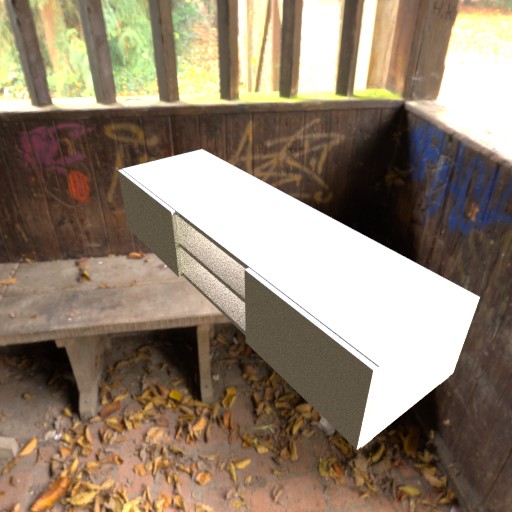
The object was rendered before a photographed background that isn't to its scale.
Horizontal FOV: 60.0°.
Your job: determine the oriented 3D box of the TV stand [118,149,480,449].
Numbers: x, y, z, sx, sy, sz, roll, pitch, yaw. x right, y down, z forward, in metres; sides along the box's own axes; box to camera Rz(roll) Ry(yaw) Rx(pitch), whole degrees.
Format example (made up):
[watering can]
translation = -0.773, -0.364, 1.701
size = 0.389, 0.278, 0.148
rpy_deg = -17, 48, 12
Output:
[TV stand]
translation = 0.000, 0.000, 1.613
size = 0.420, 0.310, 1.400
rpy_deg = -23, 40, -30
